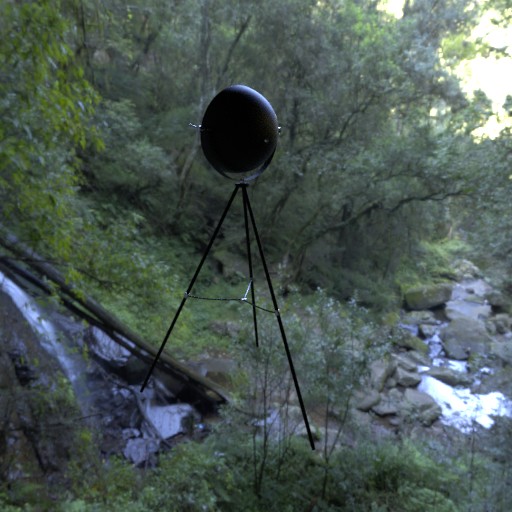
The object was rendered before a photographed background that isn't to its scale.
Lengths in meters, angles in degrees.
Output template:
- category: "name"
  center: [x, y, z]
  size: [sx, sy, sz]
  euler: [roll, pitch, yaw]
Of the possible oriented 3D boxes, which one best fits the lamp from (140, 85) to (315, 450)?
- category: "lamp"
  center: [0.000, 0.000, 2.079]
  size: [0.817, 1.512, 0.920]
  euler: [-14, 20, -41]
